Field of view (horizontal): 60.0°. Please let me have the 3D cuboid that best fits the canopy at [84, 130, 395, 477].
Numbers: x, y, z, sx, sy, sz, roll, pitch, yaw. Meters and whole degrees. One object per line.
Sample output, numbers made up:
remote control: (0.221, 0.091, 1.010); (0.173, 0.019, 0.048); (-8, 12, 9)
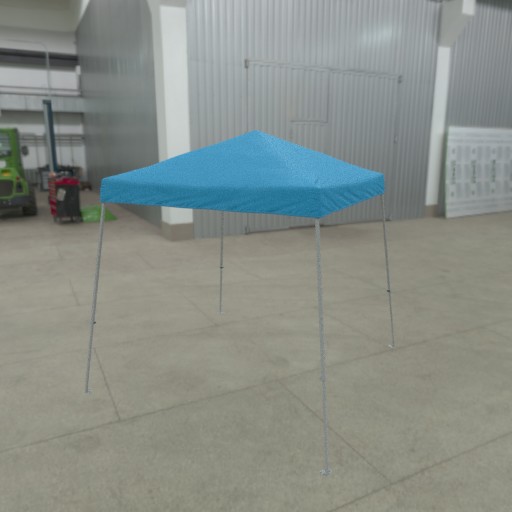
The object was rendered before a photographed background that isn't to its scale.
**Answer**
canopy: (0.000, 0.000, 6.580); (3.599, 3.600, 3.600); (7, 15, 27)
